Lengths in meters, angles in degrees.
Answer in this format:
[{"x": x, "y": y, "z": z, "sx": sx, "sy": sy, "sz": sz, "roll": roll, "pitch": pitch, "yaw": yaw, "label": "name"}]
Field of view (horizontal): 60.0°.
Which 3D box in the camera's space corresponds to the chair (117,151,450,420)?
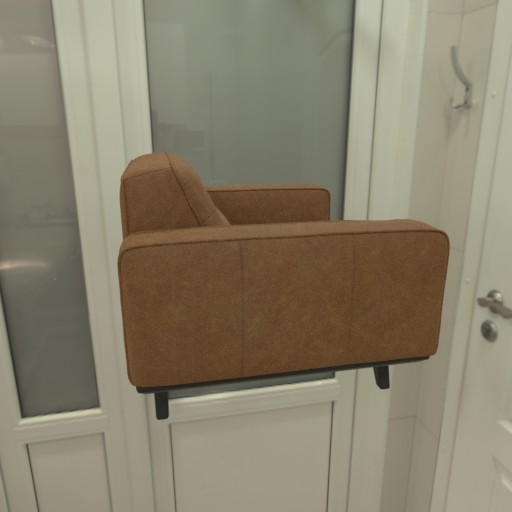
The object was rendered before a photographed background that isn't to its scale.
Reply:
[{"x": 0.000, "y": 0.000, "z": 1.734, "sx": 0.952, "sy": 0.782, "sz": 1.118, "roll": -4, "pitch": 17, "yaw": -12, "label": "chair"}]
